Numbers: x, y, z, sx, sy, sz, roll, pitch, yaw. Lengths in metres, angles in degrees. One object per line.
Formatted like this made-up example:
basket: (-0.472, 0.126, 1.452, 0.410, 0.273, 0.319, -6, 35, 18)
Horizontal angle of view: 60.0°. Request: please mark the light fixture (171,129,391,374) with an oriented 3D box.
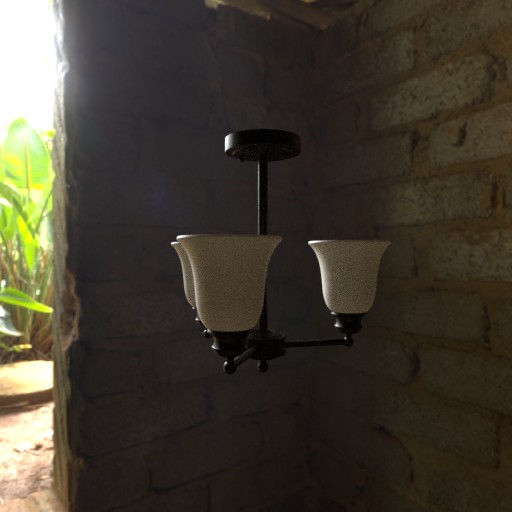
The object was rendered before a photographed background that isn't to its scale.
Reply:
light fixture: (0.000, 0.000, 0.670, 0.388, 0.370, 0.354, 0, 0, 18)
